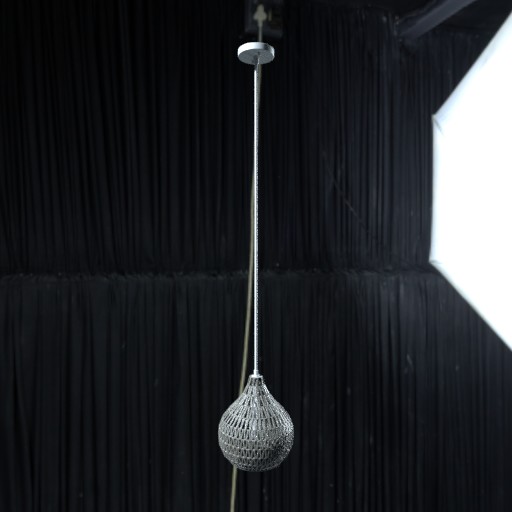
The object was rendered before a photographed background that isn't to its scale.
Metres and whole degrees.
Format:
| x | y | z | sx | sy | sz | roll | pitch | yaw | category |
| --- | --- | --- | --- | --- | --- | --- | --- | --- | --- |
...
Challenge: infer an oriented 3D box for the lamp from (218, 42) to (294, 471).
| x | y | z | sx | sy | sz | roll | pitch | yaw | category |
| --- | --- | --- | --- | --- | --- | --- | --- | --- | --- |
| 0.000 | 0.000 | 2.086 | 0.355 | 1.919 | 0.355 | 0 | 1 | -18 | lamp |
